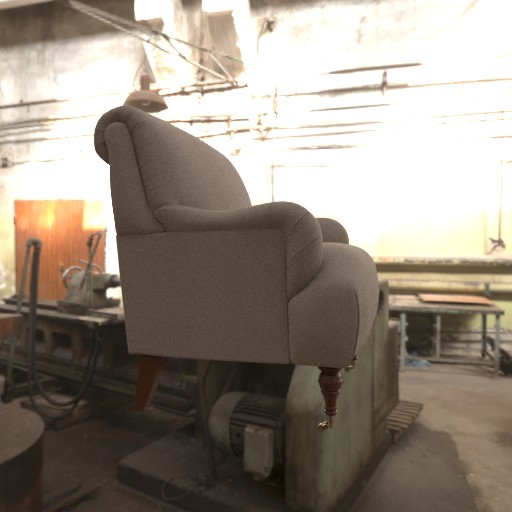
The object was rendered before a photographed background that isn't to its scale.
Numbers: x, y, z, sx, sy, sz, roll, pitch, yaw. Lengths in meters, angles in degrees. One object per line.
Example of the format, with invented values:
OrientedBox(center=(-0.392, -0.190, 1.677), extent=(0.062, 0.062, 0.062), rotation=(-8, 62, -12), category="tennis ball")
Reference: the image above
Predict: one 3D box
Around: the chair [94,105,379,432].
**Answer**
OrientedBox(center=(0.000, 0.000, 1.575), extent=(0.842, 0.942, 0.766), rotation=(0, 1, 18), category="chair")
